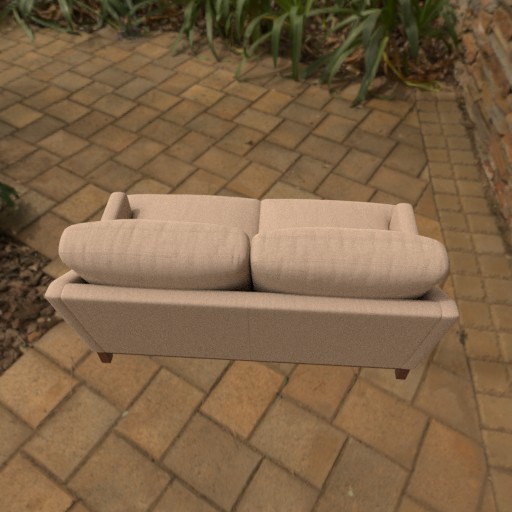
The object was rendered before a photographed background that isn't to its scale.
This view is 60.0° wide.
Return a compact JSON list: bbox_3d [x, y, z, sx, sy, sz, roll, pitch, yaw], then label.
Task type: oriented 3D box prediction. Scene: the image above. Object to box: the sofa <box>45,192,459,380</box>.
[{"bbox_3d":[0.000,0.000,2.198,1.619,0.910,1.004,3,47,2],"label":"sofa"}]
